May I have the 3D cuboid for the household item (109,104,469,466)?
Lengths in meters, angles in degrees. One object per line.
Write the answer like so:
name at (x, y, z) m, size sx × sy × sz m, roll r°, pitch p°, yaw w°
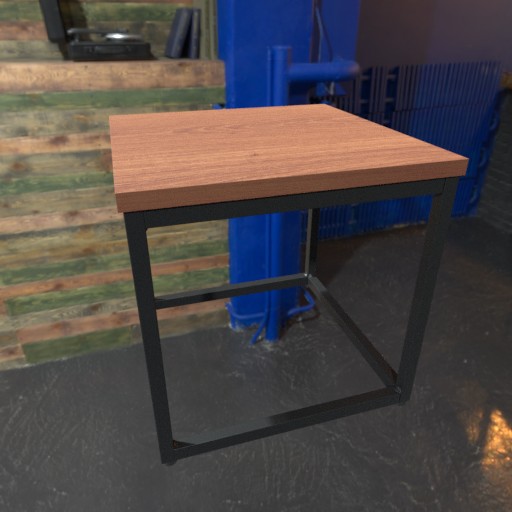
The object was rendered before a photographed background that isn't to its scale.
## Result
household item at (0.000, 0.000, 0.731) m, size 0.400 × 0.400 × 0.400 m, roll -8°, pitch 29°, yaw -15°
